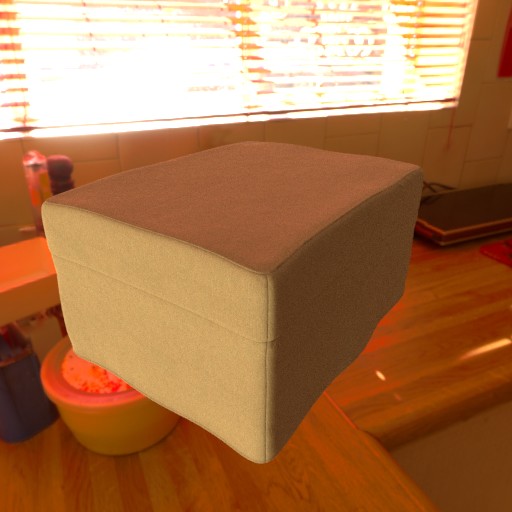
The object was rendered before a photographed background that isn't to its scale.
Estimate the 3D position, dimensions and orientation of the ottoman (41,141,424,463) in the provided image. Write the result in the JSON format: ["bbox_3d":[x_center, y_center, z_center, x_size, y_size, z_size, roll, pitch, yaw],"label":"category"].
[{"bbox_3d":[0.000,0.000,1.232,0.648,0.461,0.833,17,31,31],"label":"ottoman"}]
